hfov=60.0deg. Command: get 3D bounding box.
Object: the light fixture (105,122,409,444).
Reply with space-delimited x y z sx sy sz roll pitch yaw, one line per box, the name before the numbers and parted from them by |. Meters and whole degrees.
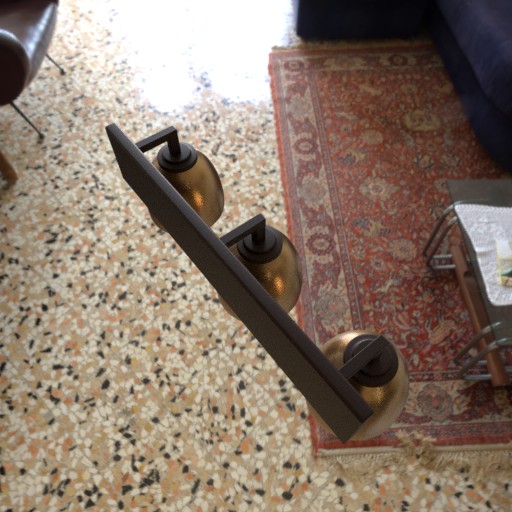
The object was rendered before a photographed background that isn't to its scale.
light fixture | 0.000 0.000 0.662 0.157 0.204 0.582 -33 63 -20
